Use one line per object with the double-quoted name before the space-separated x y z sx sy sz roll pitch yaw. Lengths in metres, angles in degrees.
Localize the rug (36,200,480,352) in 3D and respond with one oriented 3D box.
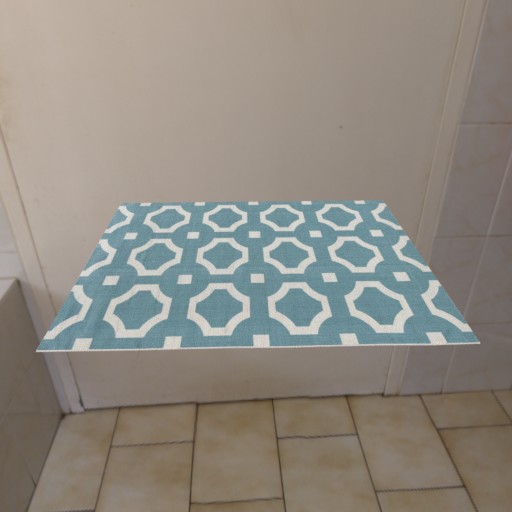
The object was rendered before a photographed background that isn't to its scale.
"rug" 0.000 0.000 4.092 3.049 0.021 2.466 -1 31 -1
